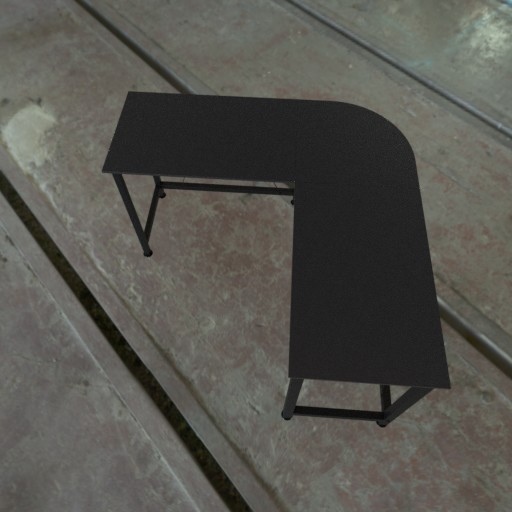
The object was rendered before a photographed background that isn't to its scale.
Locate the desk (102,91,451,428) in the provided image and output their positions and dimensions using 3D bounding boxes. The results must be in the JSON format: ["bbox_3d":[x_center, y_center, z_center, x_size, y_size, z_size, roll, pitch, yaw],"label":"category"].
[{"bbox_3d":[0.000,0.000,2.186,1.400,0.762,1.400,4,59,2],"label":"desk"}]
